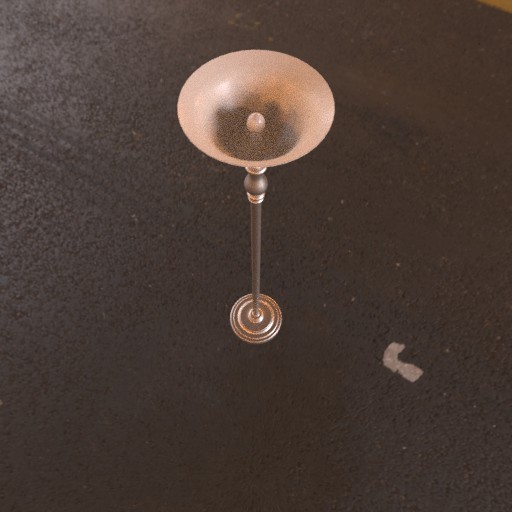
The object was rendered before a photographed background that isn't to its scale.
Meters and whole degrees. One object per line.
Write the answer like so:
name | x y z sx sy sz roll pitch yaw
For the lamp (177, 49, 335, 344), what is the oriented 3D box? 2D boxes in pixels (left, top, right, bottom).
lamp | 0.000 0.000 1.936 0.405 1.771 0.405 -18 65 -9
